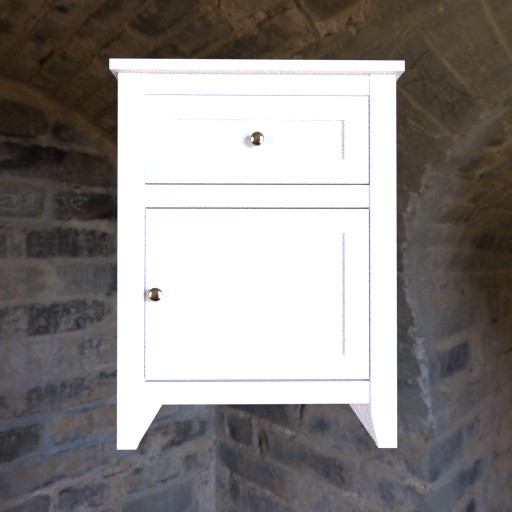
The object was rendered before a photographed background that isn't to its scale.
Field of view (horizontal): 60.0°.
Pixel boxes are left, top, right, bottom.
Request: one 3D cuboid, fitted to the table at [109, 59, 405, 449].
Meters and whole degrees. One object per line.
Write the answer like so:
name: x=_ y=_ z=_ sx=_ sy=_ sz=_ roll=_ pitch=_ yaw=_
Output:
table: x=0.000 y=0.000 z=0.906 sx=0.480 sy=0.635 sz=0.381 roll=0 pitch=-1 yaw=-1
